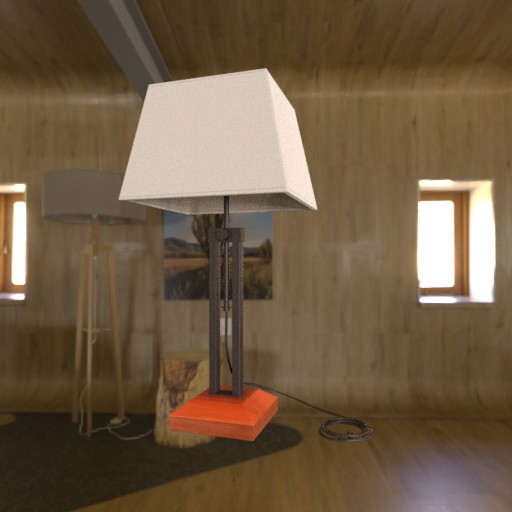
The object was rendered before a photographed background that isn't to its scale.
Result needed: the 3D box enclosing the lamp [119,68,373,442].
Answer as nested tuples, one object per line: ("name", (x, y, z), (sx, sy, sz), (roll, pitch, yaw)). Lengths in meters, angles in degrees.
("lamp", (0.000, 0.000, 0.980), (0.498, 0.737, 0.310), (0, -1, 18))
